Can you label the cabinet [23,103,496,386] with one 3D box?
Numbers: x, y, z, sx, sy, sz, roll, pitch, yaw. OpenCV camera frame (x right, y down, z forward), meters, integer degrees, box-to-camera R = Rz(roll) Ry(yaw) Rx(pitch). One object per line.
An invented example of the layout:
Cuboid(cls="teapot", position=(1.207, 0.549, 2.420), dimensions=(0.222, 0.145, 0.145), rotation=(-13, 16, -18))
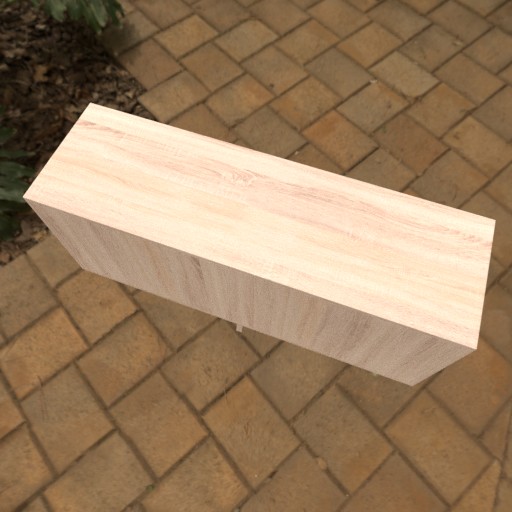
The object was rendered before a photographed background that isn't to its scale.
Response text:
Cuboid(cls="cabinet", position=(0.000, 0.000, 1.961), dimensions=(1.650, 0.780, 0.500), rotation=(18, 65, 9))
